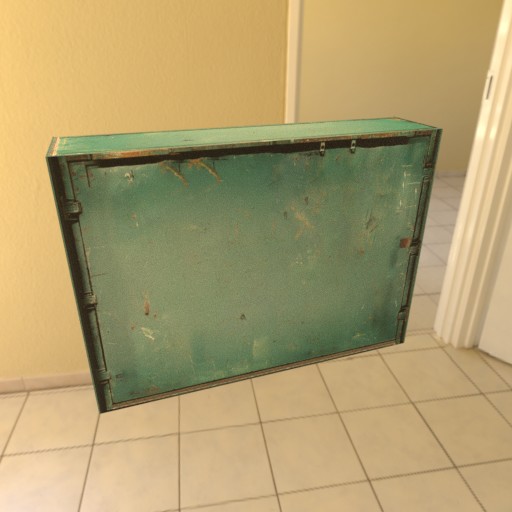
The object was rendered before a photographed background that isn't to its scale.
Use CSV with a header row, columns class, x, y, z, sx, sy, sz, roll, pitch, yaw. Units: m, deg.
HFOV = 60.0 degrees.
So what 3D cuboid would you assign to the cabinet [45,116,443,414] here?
class,x,y,z,sx,sy,sz,roll,pitch,yaw
cabinet,0.000,0.000,3.956,3.001,2.160,0.680,-9,27,-17
